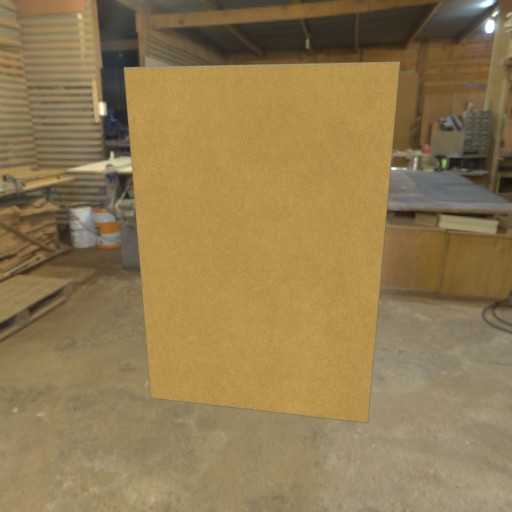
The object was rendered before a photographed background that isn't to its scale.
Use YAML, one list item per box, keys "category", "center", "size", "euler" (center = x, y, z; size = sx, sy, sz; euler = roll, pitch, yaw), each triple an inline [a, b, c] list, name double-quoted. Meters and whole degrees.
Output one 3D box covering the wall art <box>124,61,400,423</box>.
- category: "wall art"
  center: [0.000, 0.000, 0.573]
  size: [0.314, 0.455, 0.019]
  euler: [3, 18, 10]
